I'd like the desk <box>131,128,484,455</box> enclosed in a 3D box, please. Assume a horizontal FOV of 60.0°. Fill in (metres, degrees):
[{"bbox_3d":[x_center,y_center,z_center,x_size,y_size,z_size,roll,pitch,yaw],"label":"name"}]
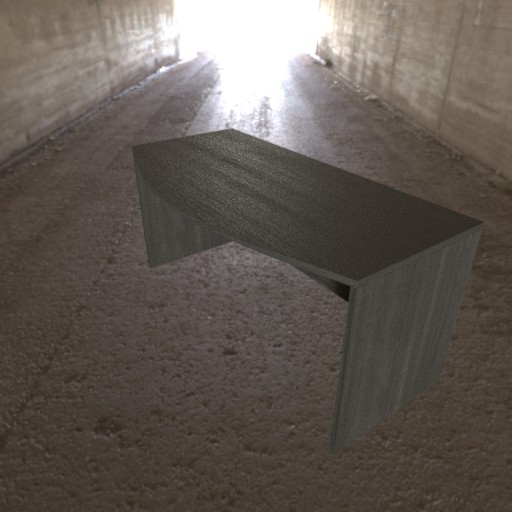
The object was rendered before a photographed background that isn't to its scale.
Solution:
[{"bbox_3d":[0.000,0.000,2.084,0.802,0.750,1.600,-20,36,-30],"label":"desk"}]
